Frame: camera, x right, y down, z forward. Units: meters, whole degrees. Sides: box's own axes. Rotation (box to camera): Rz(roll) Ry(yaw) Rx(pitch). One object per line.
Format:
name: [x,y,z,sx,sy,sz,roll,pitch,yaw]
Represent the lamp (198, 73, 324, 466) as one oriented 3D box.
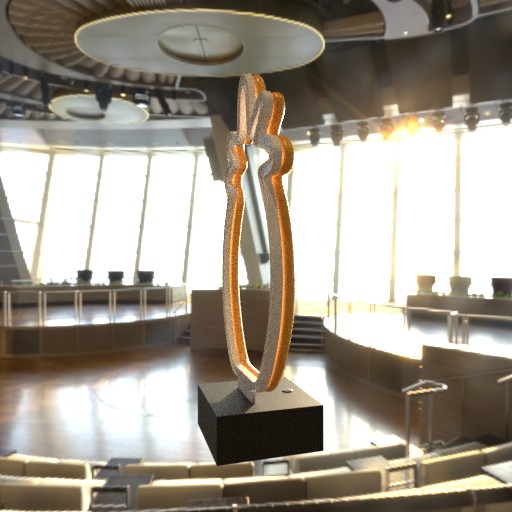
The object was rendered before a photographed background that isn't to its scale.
lamp: [0.000,0.000,0.388,0.088,0.317,0.167,0,0,-17]
